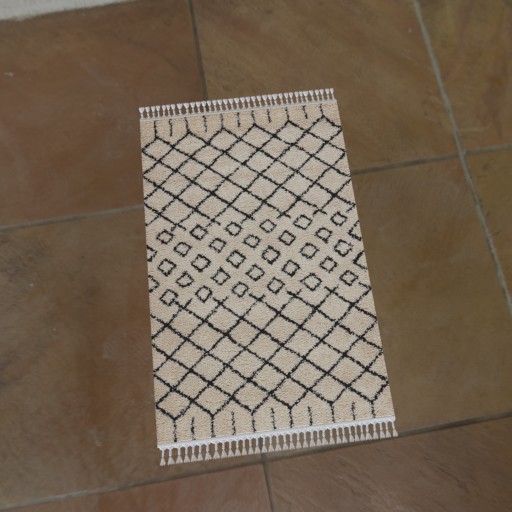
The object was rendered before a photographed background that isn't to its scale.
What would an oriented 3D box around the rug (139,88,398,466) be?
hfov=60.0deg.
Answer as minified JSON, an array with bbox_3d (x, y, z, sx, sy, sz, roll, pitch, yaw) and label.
[{"bbox_3d":[0.000,0.000,2.444,1.196,0.008,2.006,-6,75,-2],"label":"rug"}]
